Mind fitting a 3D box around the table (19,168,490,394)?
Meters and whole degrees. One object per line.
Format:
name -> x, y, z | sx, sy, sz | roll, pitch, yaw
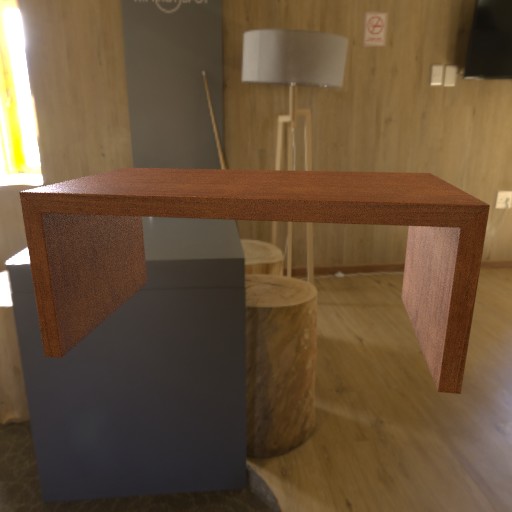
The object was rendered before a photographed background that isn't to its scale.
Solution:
table -> 0.000, 0.000, 1.246 | 1.000, 0.419, 0.549 | 3, 17, 9
